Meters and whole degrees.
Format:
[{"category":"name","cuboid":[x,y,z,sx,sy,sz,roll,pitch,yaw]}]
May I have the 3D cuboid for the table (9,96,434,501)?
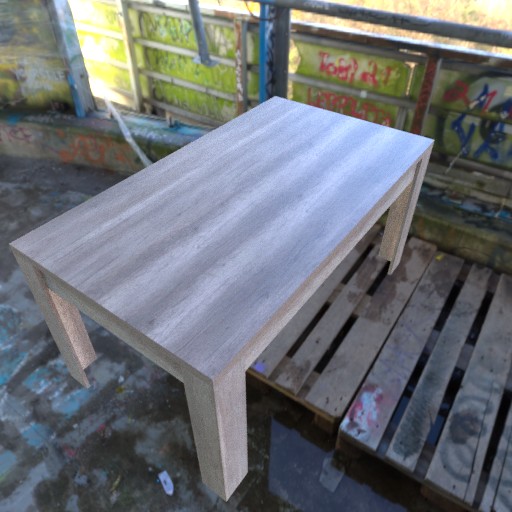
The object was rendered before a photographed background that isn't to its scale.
[{"category":"table","cuboid":[0.000,0.000,2.039,0.900,0.775,1.600,26,47,26]}]
